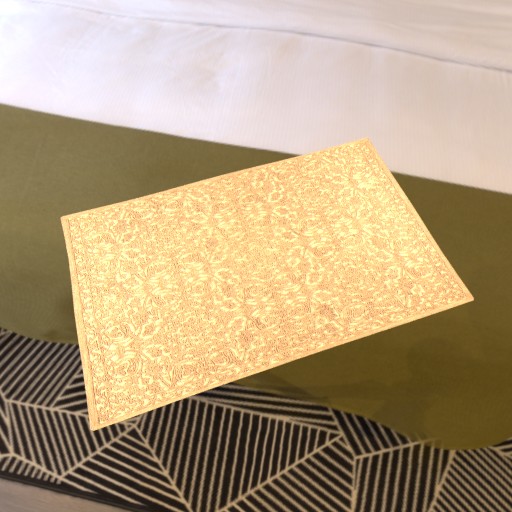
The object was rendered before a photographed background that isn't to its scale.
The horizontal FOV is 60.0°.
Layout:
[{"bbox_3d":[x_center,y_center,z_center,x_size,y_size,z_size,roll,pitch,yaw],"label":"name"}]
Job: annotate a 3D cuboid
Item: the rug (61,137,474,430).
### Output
[{"bbox_3d":[0.000,0.000,2.999,2.435,0.012,1.529,-16,60,-10],"label":"rug"}]
